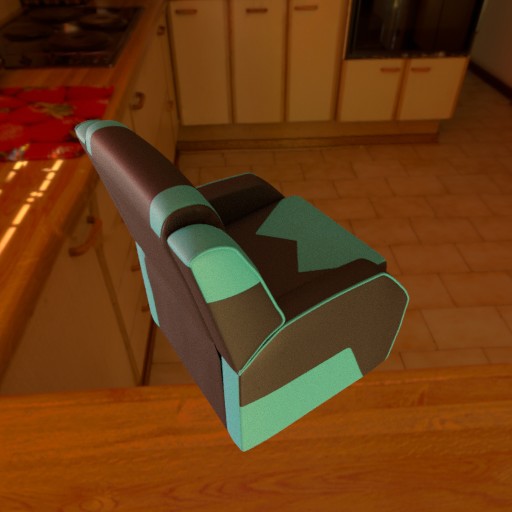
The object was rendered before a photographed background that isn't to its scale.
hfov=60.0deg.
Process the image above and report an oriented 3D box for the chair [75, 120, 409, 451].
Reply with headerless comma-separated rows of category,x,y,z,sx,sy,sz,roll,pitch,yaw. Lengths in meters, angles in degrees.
chair,0.000,0.000,1.258,0.672,0.805,0.620,-23,45,-25
